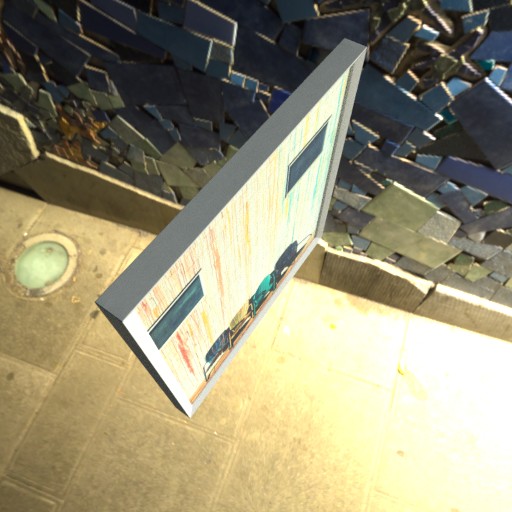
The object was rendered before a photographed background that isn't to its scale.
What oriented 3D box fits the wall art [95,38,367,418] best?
[{"bbox_3d":[0.000,0.000,0.755,0.037,0.508,0.508,31,65,16],"label":"wall art"}]
